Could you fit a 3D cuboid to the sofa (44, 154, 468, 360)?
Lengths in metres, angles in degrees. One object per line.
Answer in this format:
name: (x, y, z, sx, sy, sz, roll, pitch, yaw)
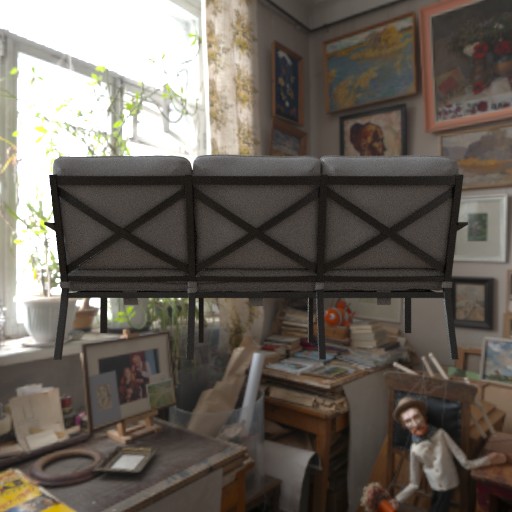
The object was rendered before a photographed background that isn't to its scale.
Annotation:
sofa: (0.000, 0.000, 2.158, 1.740, 0.860, 0.787, 0, 0, 0)
